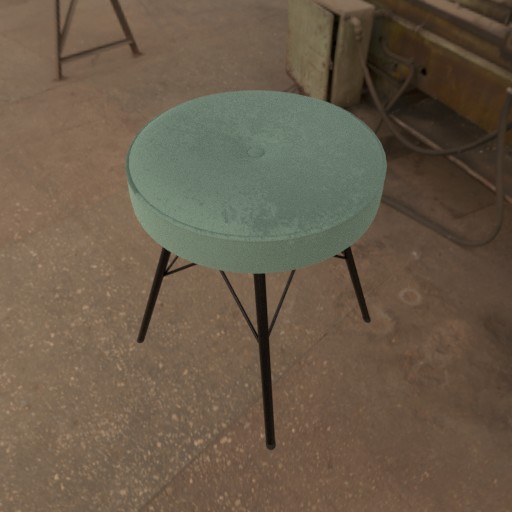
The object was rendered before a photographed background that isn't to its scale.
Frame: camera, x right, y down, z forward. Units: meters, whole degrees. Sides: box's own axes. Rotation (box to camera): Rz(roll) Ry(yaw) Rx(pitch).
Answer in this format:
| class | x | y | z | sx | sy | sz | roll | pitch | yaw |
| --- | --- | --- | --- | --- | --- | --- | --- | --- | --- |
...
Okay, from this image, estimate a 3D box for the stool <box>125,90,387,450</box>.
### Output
| class | x | y | z | sx | sy | sz | roll | pitch | yaw |
| --- | --- | --- | --- | --- | --- | --- | --- | --- | --- |
| stool | 0.000 | 0.000 | 0.875 | 0.457 | 0.519 | 0.458 | -34 | 55 | -28 |
